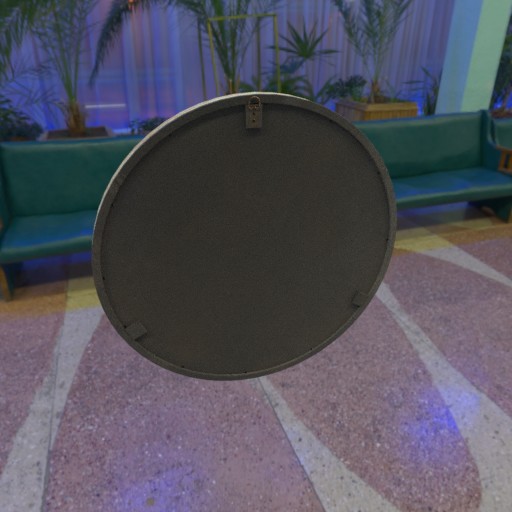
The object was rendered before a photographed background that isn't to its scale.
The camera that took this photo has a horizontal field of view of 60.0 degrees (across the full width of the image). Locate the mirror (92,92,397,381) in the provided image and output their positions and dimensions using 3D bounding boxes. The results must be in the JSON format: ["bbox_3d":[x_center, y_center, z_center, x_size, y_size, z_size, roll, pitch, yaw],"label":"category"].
[{"bbox_3d":[0.000,0.000,1.023,0.710,0.710,0.038,-8,28,-14],"label":"mirror"}]
